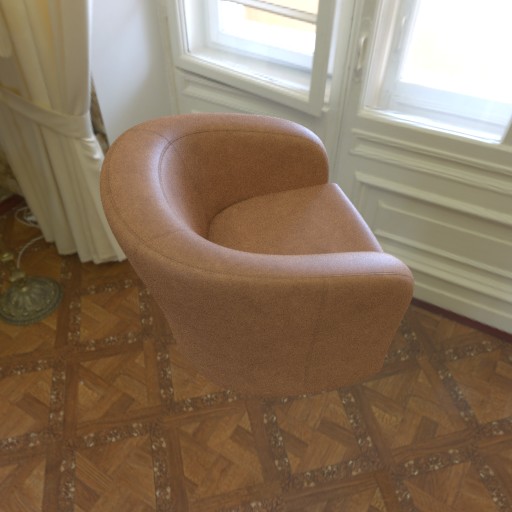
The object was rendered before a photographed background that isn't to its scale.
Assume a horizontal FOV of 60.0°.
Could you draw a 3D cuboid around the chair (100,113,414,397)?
[{"bbox_3d":[0.000,0.000,1.445,0.815,0.771,0.791,-11,47,-10],"label":"chair"}]
